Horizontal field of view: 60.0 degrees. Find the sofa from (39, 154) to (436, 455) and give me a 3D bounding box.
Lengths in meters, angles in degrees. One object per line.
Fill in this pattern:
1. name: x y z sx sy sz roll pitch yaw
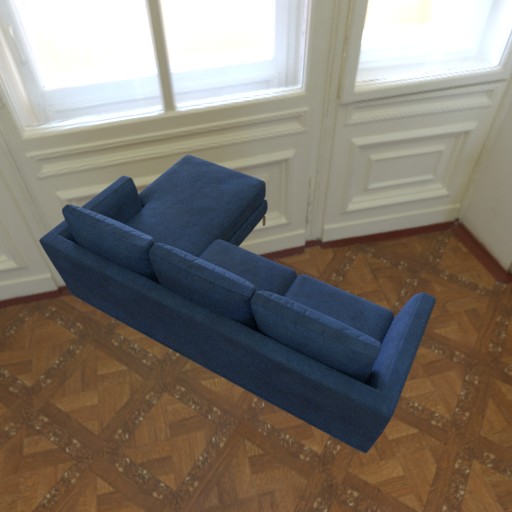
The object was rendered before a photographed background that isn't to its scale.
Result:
1. sofa: 0.000 0.000 3.201 2.438 0.987 1.622 23 51 20
